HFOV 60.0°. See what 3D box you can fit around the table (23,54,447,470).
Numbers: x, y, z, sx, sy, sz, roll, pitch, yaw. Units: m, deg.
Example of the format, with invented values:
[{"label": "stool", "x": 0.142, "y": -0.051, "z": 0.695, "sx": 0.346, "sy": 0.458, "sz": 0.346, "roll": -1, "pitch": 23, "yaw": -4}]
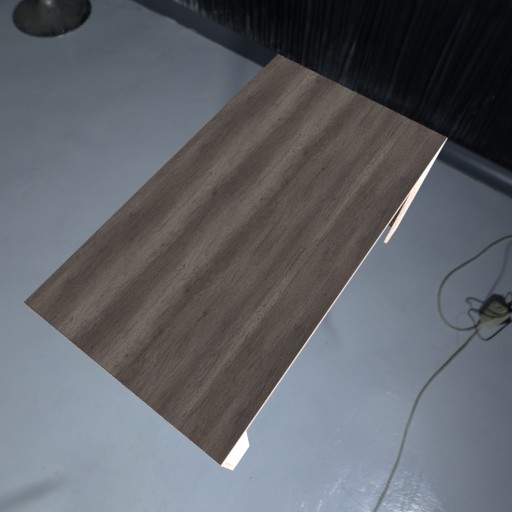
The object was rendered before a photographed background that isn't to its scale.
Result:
[{"label": "table", "x": 0.000, "y": 0.000, "z": 2.107, "sx": 0.900, "sy": 0.775, "sz": 1.600, "roll": 33, "pitch": 68, "yaw": 15}]
